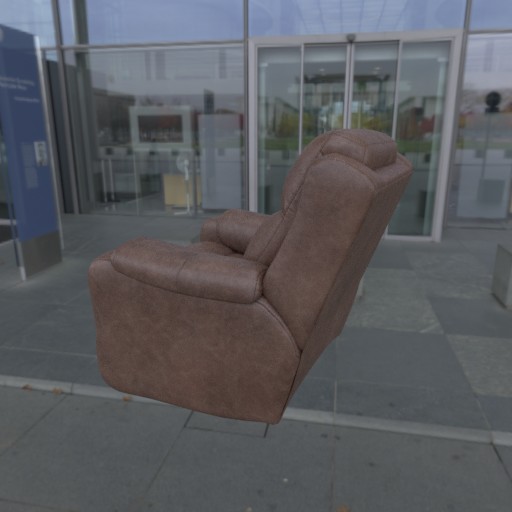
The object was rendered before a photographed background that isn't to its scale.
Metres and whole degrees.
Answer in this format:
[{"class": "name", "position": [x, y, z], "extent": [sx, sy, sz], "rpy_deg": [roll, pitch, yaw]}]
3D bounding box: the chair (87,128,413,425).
[{"class": "chair", "position": [0.000, 0.000, 1.799], "extent": [1.067, 0.990, 0.940], "rpy_deg": [7, 17, 25]}]
